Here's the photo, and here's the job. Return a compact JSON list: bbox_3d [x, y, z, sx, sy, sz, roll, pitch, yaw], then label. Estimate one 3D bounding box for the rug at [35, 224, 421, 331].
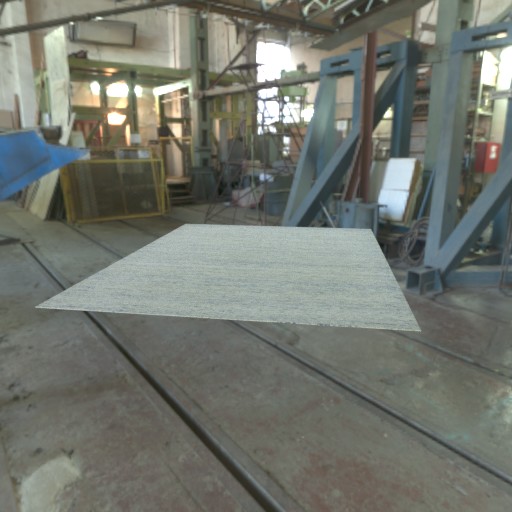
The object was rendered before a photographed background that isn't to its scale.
[{"bbox_3d":[0.000,0.000,4.268,2.438,0.006,3.197,2,14,9],"label":"rug"}]
